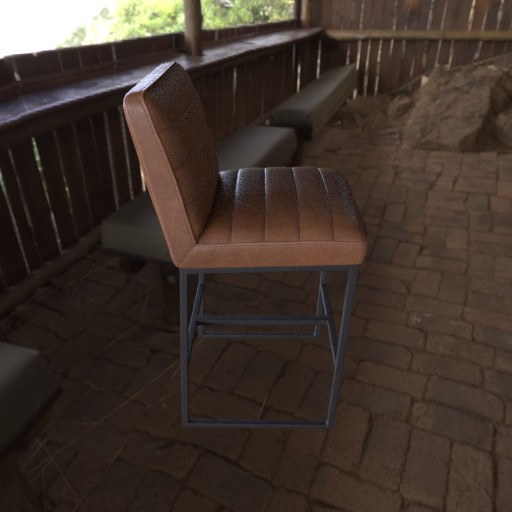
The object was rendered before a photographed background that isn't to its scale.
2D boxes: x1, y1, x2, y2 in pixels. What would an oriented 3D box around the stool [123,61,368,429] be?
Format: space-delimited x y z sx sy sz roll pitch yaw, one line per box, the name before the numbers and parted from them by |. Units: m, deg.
stool | 0.000 0.000 1.342 0.556 1.040 0.458 0 32 1
